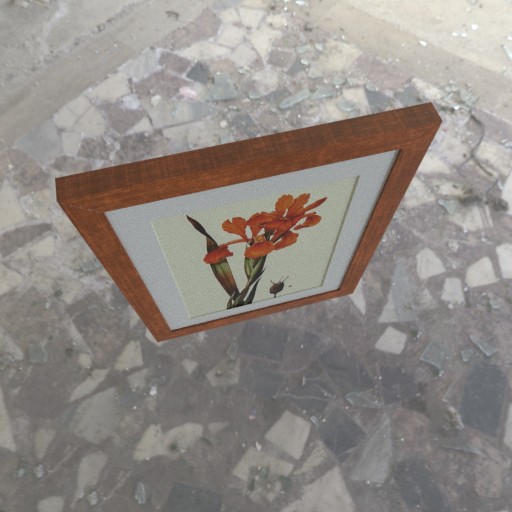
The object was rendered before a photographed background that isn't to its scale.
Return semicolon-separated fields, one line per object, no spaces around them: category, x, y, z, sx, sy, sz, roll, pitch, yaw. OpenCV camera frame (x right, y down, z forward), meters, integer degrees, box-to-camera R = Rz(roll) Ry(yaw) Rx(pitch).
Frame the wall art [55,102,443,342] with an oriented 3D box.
wall art;0.000;0.000;0.780;0.467;0.567;0.033;-13;64;-7
